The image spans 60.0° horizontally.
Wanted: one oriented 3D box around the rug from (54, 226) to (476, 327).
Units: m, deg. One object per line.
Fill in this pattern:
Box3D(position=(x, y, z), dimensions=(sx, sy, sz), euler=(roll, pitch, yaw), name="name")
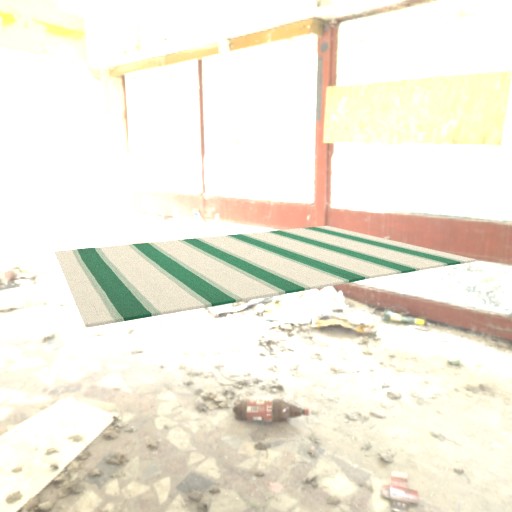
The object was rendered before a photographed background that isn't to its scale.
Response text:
Box3D(position=(0.000, 0.000, 2.293), dimensions=(1.829, 0.012, 1.210), euler=(-7, 15, -27), name="rug")
